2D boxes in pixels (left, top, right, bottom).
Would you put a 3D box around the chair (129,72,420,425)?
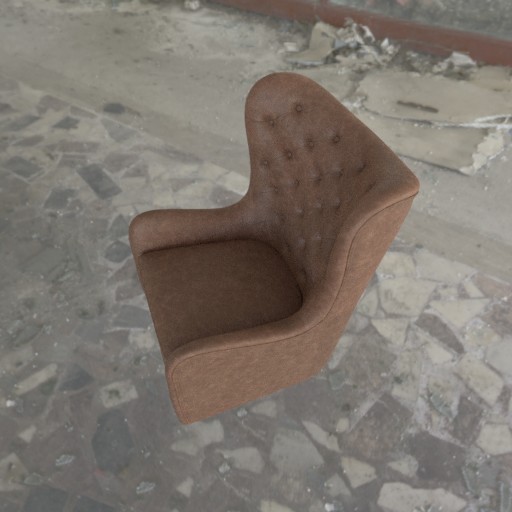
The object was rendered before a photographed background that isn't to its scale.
[{"bbox_3d":[0.000,0.000,1.771,0.930,1.079,0.831,-16,49,-14],"label":"chair"}]
